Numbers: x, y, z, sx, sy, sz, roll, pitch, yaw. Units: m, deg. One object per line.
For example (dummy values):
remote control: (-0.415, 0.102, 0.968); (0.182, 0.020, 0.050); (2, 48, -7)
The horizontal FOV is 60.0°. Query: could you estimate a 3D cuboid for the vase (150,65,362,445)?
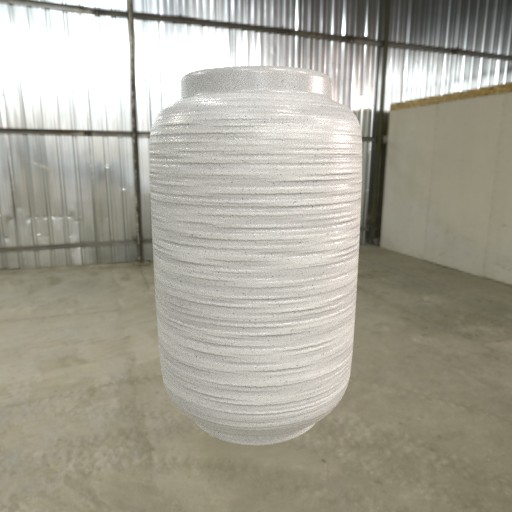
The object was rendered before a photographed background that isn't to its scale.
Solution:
vase: (0.000, 0.000, 0.448); (0.202, 0.335, 0.202); (0, 13, 0)
